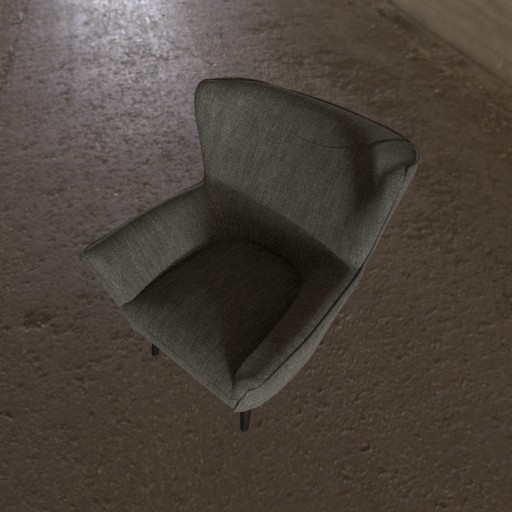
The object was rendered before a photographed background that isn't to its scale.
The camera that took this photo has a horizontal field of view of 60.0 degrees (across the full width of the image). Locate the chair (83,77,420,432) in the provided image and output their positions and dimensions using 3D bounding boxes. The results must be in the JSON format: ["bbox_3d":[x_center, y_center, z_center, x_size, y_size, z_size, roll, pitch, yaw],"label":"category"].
[{"bbox_3d":[0.000,0.000,1.581,0.781,0.933,0.888,31,55,25],"label":"chair"}]
